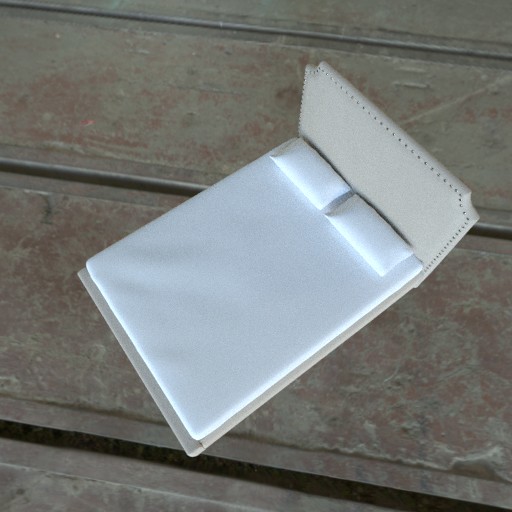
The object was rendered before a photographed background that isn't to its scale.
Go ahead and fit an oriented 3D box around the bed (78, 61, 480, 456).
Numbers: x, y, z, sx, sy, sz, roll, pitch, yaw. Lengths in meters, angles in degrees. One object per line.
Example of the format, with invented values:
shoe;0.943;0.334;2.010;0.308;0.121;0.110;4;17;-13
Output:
bed;0.000;0.000;3.353;2.372;1.443;1.713;-33;69;-15
